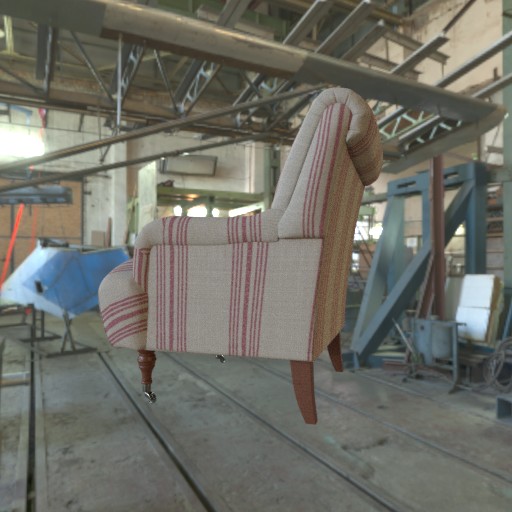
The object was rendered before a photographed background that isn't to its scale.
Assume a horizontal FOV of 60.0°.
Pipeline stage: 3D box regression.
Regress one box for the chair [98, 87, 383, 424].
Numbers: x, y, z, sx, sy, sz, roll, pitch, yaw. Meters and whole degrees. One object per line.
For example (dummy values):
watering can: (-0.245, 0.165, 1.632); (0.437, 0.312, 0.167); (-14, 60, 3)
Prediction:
chair: (0.000, 0.000, 1.935); (1.058, 1.123, 0.933); (0, -1, 18)
